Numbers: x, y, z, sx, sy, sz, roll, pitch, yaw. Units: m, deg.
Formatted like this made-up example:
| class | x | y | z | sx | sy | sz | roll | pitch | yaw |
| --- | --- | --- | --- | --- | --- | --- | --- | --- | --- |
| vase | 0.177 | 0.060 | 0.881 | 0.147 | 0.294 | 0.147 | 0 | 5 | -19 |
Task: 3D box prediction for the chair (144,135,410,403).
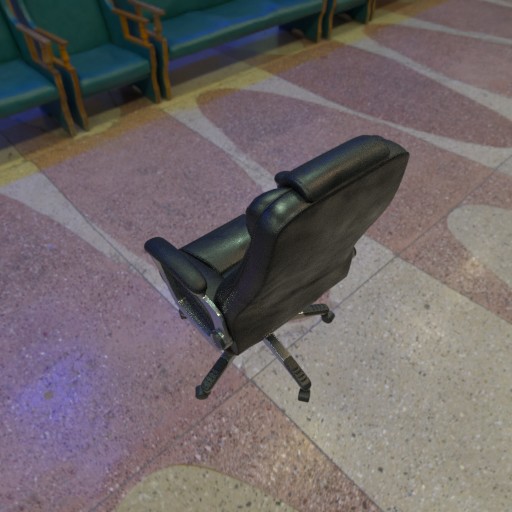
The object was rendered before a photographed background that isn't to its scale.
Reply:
| class | x | y | z | sx | sy | sz | roll | pitch | yaw |
| --- | --- | --- | --- | --- | --- | --- | --- | --- | --- |
| chair | 0.000 | 0.000 | 1.527 | 0.697 | 1.075 | 0.689 | -32 | 54 | -27 |
